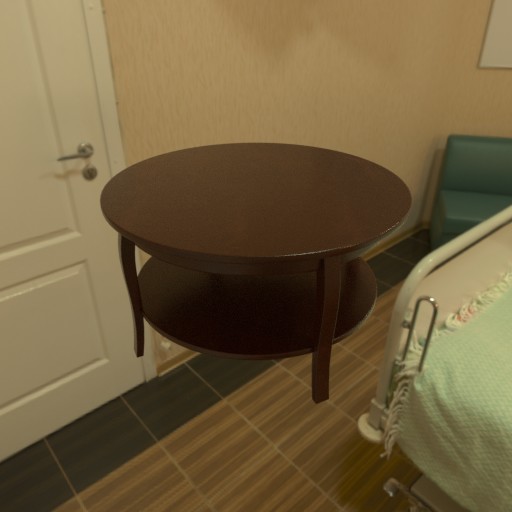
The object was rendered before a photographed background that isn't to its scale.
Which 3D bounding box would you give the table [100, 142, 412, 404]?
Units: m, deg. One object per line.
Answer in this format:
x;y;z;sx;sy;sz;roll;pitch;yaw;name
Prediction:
0.000;0.000;1.477;0.911;0.512;0.911;0;30;0;table
